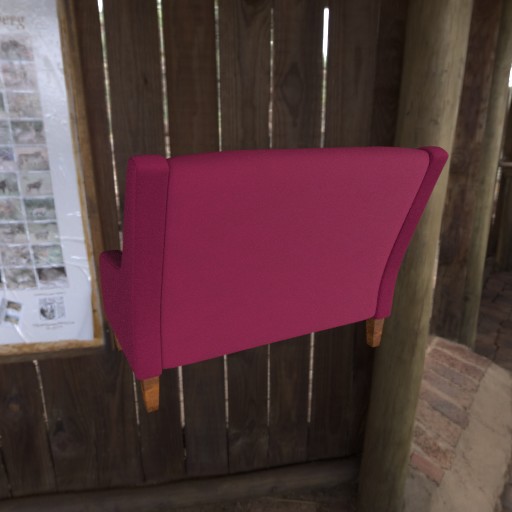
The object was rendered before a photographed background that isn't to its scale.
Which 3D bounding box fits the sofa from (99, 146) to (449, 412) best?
[{"bbox_3d":[0.000,0.000,1.993,1.242,0.976,0.946,-8,18,-27],"label":"sofa"}]
